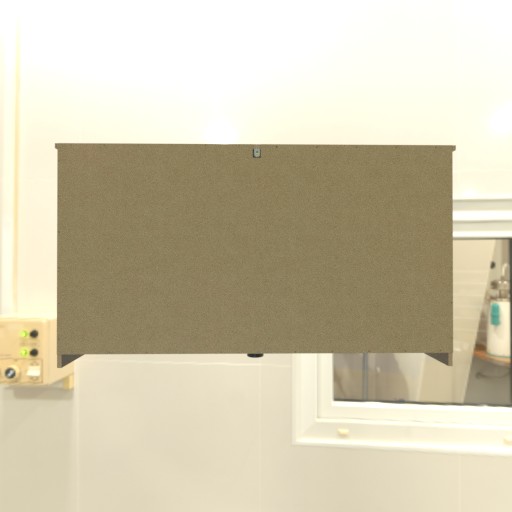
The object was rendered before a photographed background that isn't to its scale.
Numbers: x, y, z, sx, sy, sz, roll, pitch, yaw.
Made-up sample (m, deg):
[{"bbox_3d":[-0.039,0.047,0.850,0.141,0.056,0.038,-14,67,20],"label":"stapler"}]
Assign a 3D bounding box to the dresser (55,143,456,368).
[{"bbox_3d":[0.000,0.000,1.697,1.360,0.755,0.401,0,0,-1],"label":"dresser"}]
